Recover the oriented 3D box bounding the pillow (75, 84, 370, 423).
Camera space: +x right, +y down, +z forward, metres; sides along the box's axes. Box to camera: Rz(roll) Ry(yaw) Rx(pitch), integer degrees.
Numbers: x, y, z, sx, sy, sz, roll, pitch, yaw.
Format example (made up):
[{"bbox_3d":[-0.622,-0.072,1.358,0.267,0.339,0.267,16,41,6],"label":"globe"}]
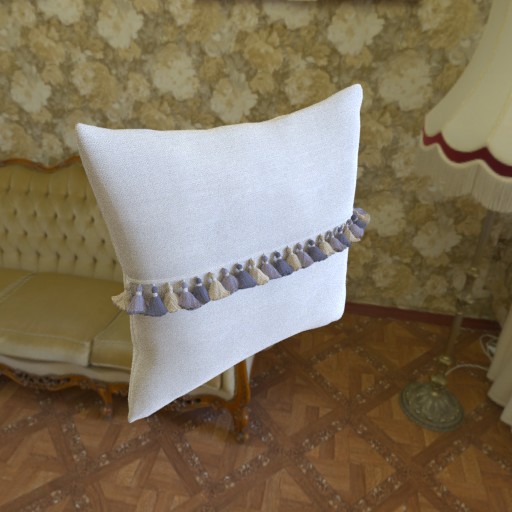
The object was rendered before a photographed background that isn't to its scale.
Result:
[{"bbox_3d":[0.000,0.000,0.716,0.489,0.481,0.165,-20,36,-31],"label":"pillow"}]
